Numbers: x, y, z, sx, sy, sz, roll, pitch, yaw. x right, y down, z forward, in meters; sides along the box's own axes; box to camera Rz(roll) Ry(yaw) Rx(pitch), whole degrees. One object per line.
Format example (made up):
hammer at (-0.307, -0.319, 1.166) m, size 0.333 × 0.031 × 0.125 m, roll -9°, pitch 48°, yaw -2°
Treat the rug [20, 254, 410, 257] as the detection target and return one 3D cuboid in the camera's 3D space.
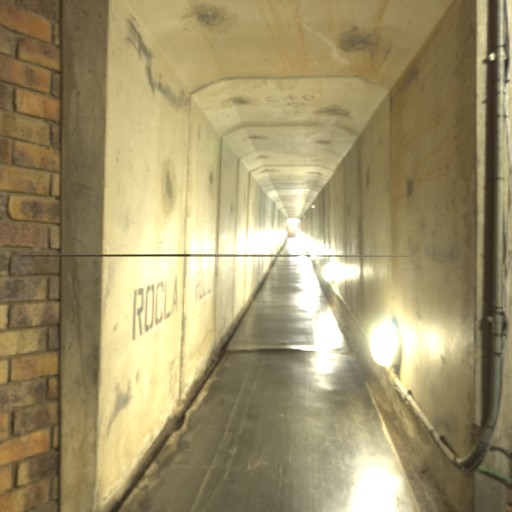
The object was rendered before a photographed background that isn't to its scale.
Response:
rug at (0.000, 0.000, 3.637) m, size 1.546 × 0.011 × 3.048 m, roll 0°, pitch 0°, yaw 37°
